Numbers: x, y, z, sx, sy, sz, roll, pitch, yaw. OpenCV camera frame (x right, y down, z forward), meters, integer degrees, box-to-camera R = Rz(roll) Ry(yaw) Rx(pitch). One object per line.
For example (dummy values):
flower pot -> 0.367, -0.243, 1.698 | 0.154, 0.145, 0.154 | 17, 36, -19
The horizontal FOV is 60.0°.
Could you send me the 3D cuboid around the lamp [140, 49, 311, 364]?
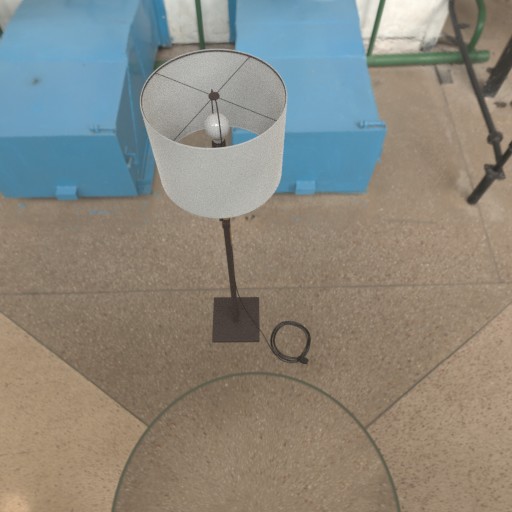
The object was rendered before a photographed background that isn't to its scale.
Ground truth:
lamp -> 0.000, 0.000, 1.920 | 0.639, 1.650, 0.474 | 0, 60, 0
